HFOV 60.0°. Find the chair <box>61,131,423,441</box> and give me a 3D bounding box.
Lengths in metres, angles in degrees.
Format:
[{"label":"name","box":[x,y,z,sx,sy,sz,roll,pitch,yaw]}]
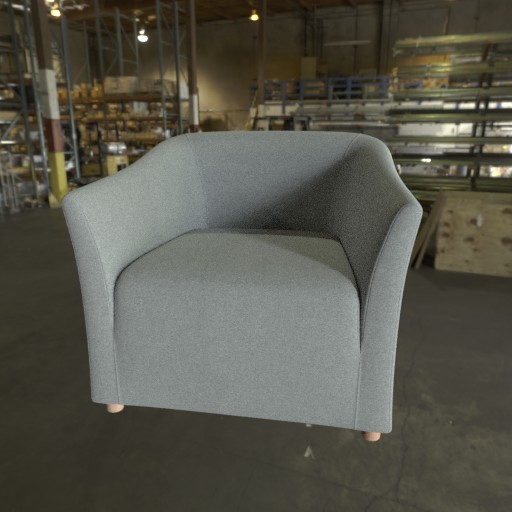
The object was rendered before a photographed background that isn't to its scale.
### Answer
[{"label":"chair","box":[0.000,0.000,1.315,0.790,0.720,0.700,3,16,9]}]
